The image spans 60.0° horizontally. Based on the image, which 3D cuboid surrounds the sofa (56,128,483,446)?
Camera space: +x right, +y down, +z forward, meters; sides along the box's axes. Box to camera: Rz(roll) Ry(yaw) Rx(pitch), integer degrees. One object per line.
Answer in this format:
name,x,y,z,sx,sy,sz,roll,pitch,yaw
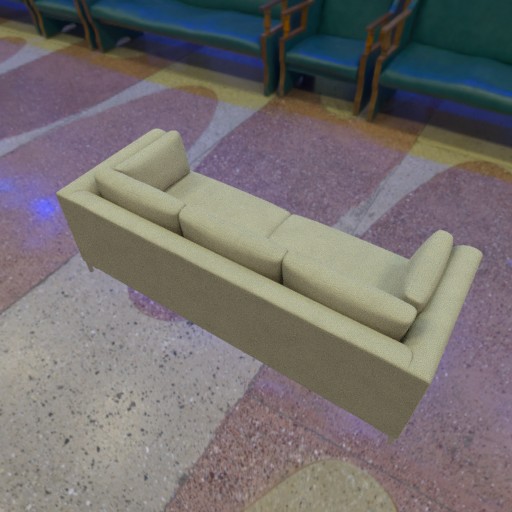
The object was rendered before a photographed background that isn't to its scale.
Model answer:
sofa,0.000,0.000,2.863,2.415,0.867,0.969,25,51,22
